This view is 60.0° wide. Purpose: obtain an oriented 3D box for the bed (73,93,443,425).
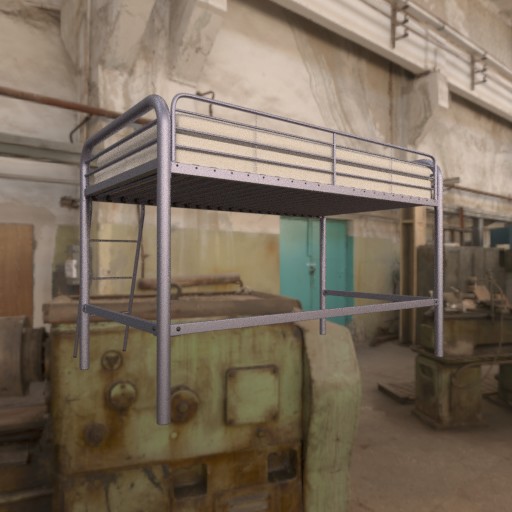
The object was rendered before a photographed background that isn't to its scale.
[{"bbox_3d":[0.000,0.000,2.817,1.965,1.288,1.415,0,0,-37],"label":"bed"}]
